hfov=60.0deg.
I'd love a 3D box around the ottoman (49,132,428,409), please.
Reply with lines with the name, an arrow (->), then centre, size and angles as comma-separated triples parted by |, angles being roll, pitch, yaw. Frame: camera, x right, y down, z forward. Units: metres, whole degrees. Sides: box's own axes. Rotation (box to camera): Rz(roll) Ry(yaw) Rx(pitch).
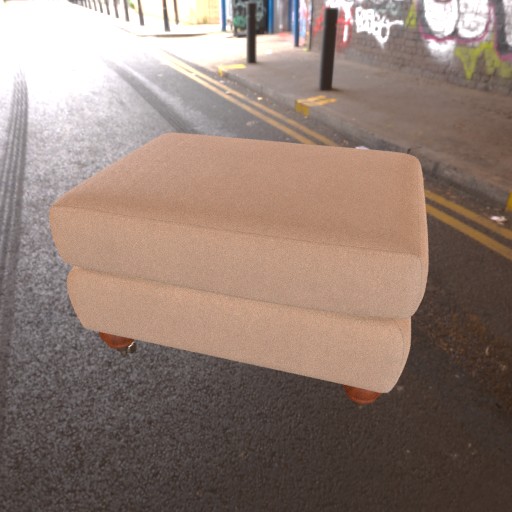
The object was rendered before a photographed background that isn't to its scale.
ottoman -> 0.000, 0.000, 1.141 | 0.773, 0.499, 0.569 | 9, 32, 14
